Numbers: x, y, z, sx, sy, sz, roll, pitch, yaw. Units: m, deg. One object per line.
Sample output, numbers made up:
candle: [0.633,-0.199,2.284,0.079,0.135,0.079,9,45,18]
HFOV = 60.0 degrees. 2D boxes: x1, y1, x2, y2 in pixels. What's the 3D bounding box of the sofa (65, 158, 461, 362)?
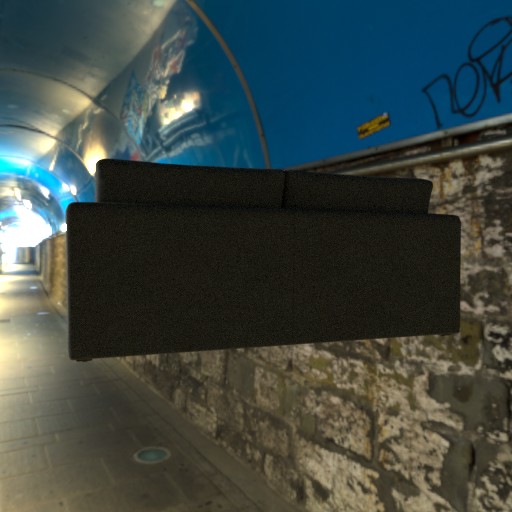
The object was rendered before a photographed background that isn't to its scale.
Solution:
sofa: [0.000,0.000,2.513,1.909,0.845,1.091,0,0,-18]
